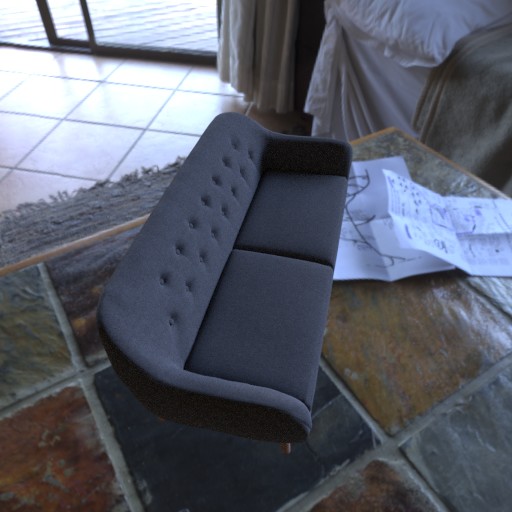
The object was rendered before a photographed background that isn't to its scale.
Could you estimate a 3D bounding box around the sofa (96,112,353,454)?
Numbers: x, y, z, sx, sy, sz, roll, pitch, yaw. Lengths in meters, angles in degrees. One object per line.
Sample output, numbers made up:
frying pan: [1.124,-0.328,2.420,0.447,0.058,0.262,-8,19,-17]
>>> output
sofa: [0.000,0.000,2.260,0.820,0.820,1.840,10,46,10]
